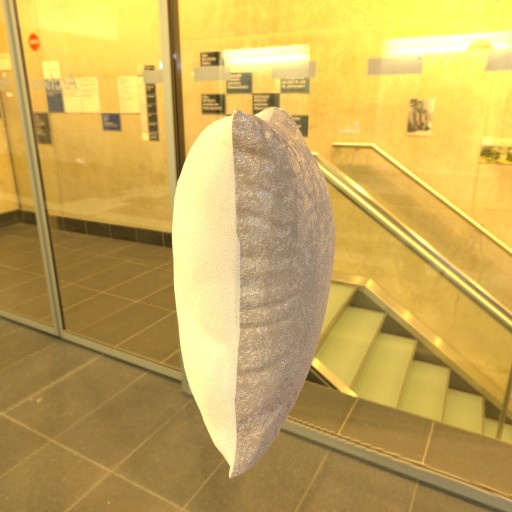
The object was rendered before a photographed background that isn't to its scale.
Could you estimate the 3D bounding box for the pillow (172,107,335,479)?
[{"bbox_3d":[0.000,0.000,0.701,0.245,0.448,0.450,3,19,9],"label":"pillow"}]
